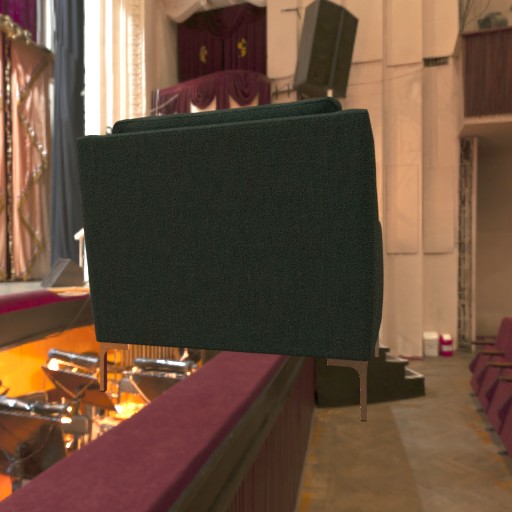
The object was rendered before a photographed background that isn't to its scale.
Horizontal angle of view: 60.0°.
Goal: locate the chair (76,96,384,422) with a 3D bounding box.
[{"bbox_3d":[0.000,0.000,1.540,0.847,0.828,0.849,0,0,18],"label":"chair"}]
